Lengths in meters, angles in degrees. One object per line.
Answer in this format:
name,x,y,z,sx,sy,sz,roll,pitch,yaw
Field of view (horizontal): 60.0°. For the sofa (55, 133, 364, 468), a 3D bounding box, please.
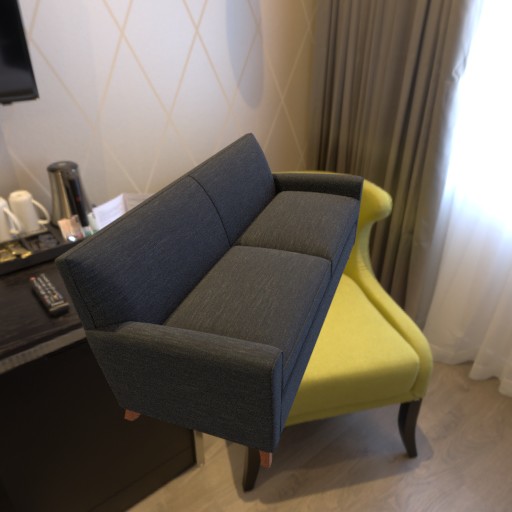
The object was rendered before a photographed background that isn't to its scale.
sofa,0.000,0.000,2.466,0.875,0.846,1.976,11,31,18
